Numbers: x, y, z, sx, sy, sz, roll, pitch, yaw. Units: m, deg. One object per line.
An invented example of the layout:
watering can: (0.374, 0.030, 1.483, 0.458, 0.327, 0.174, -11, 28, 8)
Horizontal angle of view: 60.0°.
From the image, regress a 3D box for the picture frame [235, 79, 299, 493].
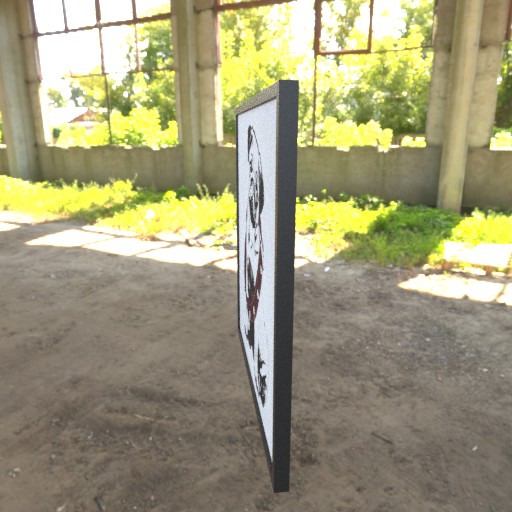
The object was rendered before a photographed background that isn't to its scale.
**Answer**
picture frame: (0.000, 0.000, 1.158, 0.032, 0.775, 0.775, -2, 15, -7)
